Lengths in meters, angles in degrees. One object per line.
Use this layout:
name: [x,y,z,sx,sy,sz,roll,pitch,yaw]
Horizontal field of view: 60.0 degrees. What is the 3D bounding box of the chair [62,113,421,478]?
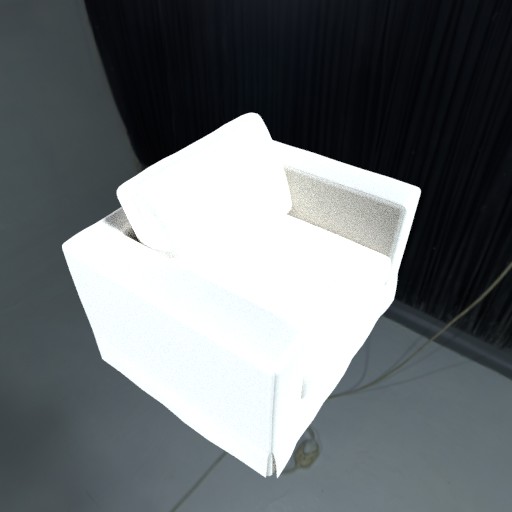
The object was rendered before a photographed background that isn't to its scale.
chair: [0.000,0.000,1.850,0.957,0.878,1.150,25,47,26]
